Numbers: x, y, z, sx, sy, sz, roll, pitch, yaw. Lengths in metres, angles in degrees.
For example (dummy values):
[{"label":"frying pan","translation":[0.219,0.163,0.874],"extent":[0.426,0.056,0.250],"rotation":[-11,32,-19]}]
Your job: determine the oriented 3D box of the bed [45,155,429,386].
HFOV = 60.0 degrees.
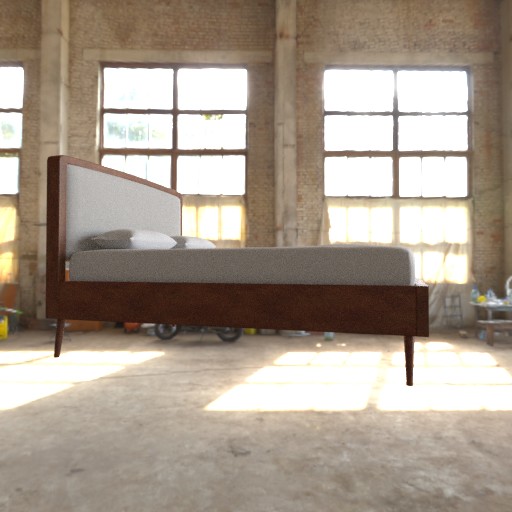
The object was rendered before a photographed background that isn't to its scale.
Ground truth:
[{"label":"bed","translation":[0.000,0.000,3.129],"extent":[2.196,1.275,1.587],"rotation":[0,-1,19]}]
